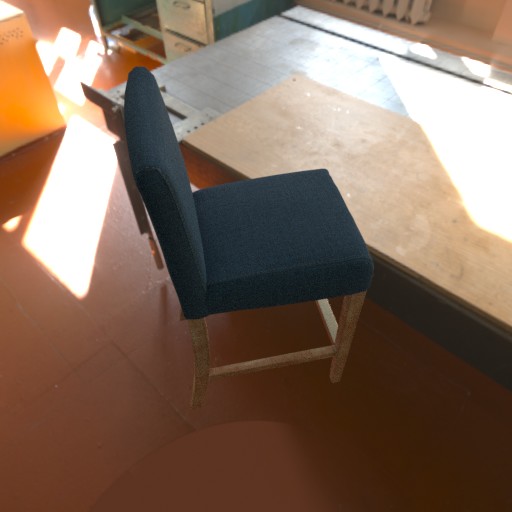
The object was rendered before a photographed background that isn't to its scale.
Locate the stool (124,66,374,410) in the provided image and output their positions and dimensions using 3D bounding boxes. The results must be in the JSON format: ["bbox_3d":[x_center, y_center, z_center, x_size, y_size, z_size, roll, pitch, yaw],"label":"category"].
[{"bbox_3d":[0.000,0.000,1.344,0.567,1.039,0.454,-9,49,-8],"label":"stool"}]
